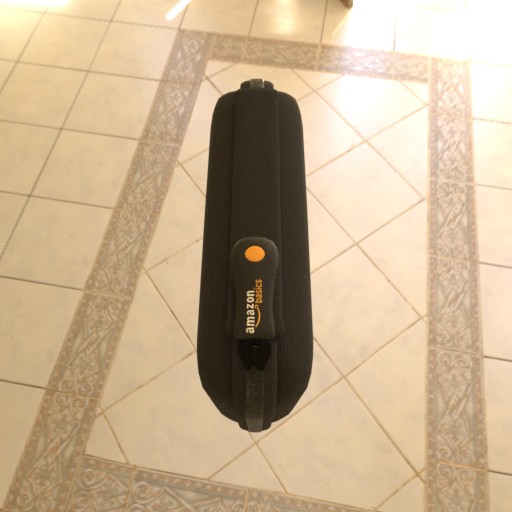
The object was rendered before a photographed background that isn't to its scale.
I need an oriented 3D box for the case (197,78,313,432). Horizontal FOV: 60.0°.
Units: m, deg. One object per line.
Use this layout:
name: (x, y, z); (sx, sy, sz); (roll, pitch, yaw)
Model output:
case: (0.000, 0.000, 0.183); (0.038, 0.105, 0.132); (0, 65, 0)
